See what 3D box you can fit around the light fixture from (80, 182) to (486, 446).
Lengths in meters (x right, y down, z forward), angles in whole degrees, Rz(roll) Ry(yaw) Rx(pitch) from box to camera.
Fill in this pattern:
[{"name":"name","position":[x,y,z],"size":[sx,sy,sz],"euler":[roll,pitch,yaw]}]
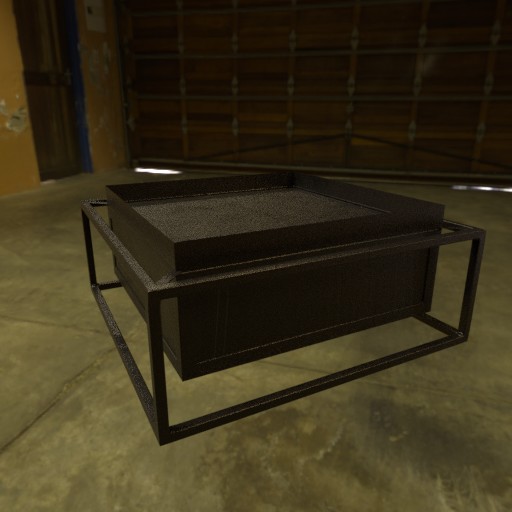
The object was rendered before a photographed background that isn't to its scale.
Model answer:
[{"name":"light fixture","position":[0.000,0.000,0.681],"size":[0.441,0.191,0.441],"euler":[-9,21,-26]}]
